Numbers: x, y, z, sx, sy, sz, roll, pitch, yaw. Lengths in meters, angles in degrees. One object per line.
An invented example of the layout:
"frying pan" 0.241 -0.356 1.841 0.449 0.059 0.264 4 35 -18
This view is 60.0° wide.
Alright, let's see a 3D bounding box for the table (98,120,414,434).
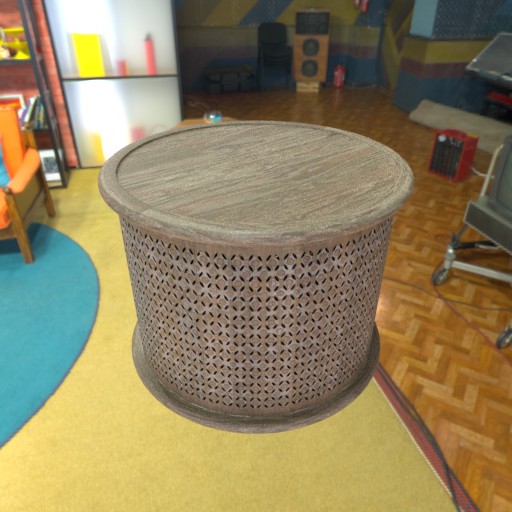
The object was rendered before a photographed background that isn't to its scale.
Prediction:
"table" 0.000 0.000 1.000 0.607 0.450 0.607 0 32 0
